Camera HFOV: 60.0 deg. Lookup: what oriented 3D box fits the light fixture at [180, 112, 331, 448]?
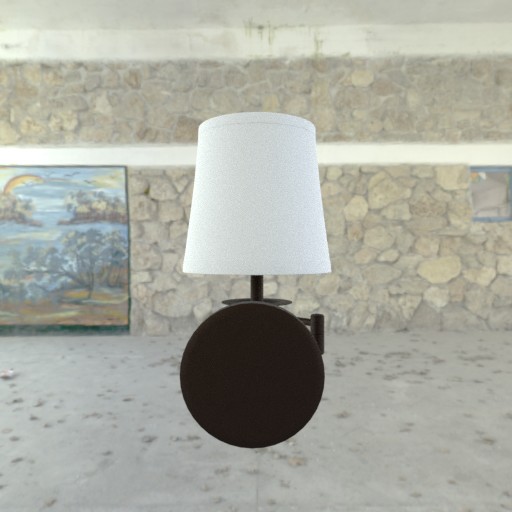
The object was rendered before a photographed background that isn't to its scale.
[{"bbox_3d":[0.000,0.000,0.276,0.100,0.172,0.157,0,0,1],"label":"light fixture"}]
